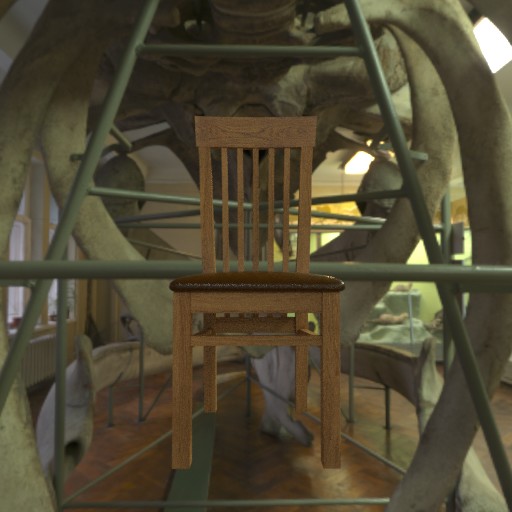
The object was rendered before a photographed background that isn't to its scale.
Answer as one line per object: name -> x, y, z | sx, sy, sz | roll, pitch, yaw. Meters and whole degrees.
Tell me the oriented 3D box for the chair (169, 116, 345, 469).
chair -> 0.000, 0.000, 1.361 | 0.450, 1.050, 0.580 | 0, -2, 0
